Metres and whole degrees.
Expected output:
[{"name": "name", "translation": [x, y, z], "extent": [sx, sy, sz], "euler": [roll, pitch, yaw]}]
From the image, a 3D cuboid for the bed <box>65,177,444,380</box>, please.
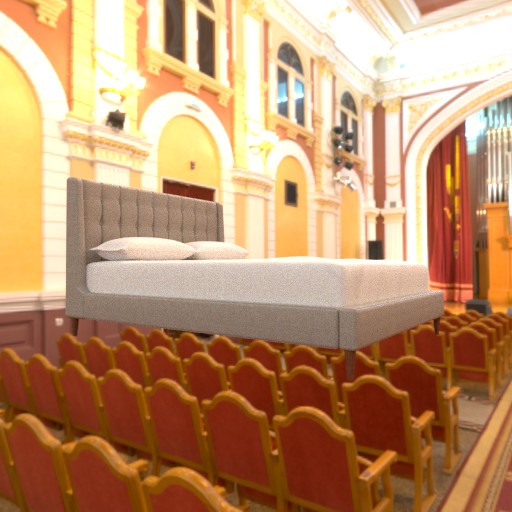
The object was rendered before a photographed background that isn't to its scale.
[{"name": "bed", "translation": [0.000, 0.000, 3.238], "extent": [2.232, 1.147, 1.656], "euler": [-1, -1, 35]}]
